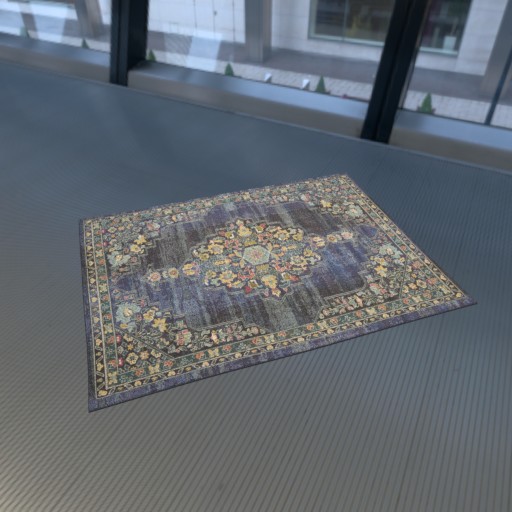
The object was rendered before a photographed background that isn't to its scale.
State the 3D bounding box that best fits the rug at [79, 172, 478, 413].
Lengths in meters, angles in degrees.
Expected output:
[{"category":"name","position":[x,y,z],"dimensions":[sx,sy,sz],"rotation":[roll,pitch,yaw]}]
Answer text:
[{"category":"rug","position":[0.000,0.000,4.807],"dimensions":[3.612,0.035,2.716],"rotation":[-12,41,-14]}]
